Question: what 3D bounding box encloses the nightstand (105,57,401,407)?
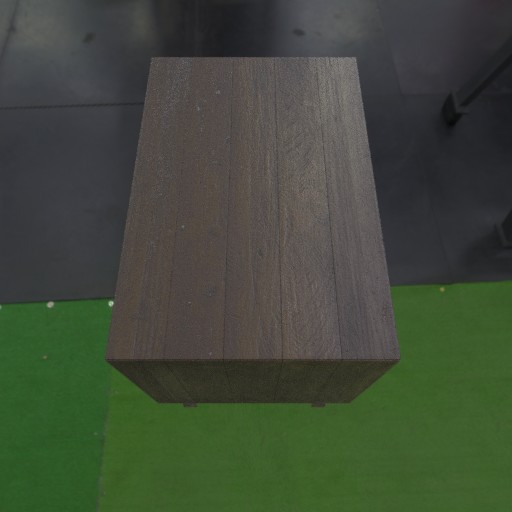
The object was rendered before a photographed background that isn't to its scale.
[{"bbox_3d":[0.000,0.000,1.066,0.450,0.599,0.650,0,63,0],"label":"nightstand"}]
